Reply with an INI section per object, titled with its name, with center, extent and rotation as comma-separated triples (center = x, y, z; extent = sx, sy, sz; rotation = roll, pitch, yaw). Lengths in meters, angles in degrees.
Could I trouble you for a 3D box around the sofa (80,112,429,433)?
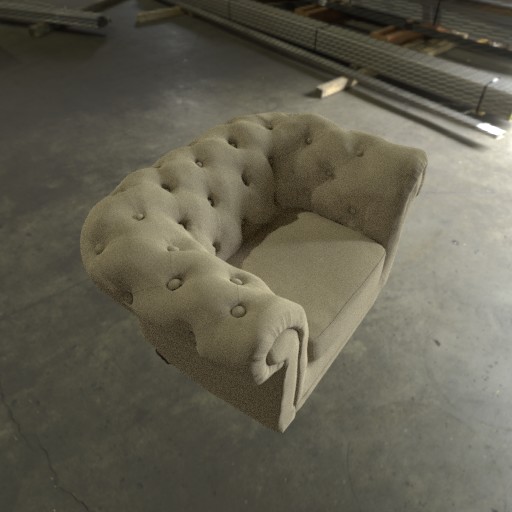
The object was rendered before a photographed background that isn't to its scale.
[sofa]
center = 0.000, 0.000, 2.028
extent = 1.034, 0.878, 1.405
rotation = 26, 49, 26
